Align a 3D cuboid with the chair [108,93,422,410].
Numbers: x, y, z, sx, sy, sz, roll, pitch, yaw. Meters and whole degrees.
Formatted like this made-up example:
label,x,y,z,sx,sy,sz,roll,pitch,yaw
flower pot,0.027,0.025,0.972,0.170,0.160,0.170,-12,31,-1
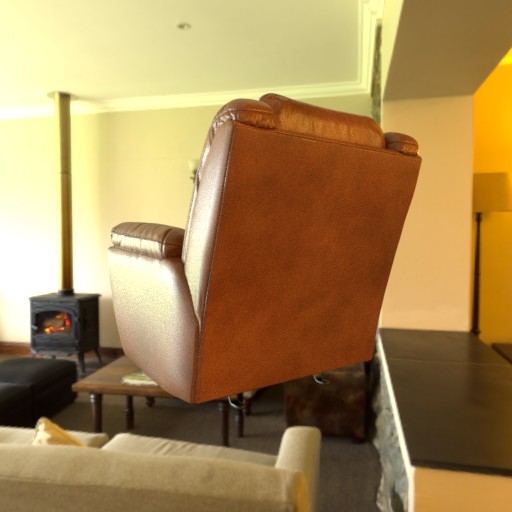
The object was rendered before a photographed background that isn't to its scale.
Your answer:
label,x,y,z,sx,sy,sz,roll,pitch,yaw
chair,0.000,0.000,1.922,0.990,1.093,1.041,-2,3,-37
